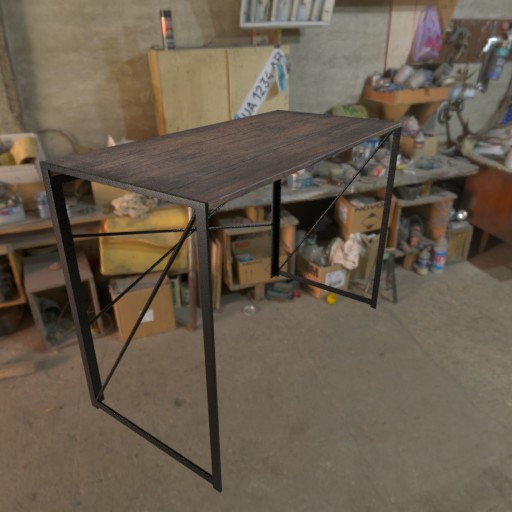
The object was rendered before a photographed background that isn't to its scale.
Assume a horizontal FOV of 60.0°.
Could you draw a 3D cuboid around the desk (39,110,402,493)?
[{"bbox_3d":[0.000,0.000,1.425,0.505,0.747,1.015,17,31,31],"label":"desk"}]
